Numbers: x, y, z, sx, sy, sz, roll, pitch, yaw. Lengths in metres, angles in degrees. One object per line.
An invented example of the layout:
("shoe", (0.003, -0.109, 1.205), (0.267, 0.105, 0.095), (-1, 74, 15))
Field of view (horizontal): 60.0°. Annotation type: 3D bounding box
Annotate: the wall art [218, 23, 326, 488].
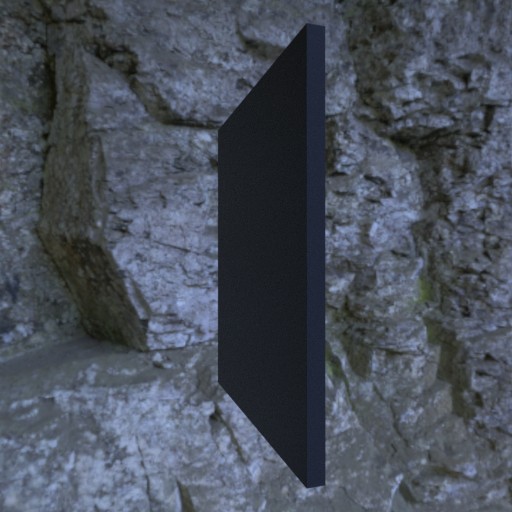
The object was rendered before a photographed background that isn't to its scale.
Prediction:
("wall art", (0.000, 0.000, 0.687), (0.023, 0.505, 0.428), (0, 0, -18))
